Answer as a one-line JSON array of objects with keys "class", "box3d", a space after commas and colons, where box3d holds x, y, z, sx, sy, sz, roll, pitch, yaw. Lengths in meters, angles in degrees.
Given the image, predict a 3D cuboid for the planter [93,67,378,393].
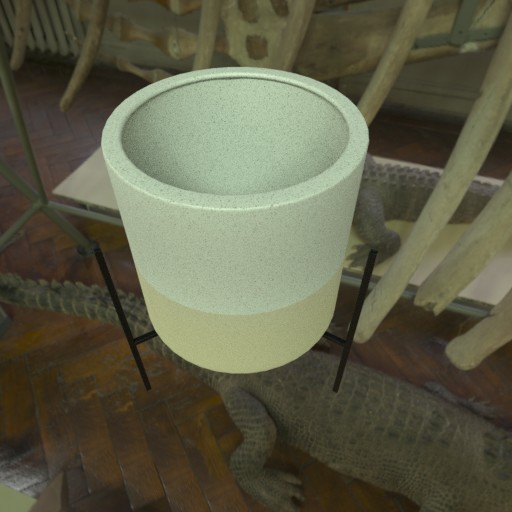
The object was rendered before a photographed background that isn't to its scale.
[{"class": "planter", "box3d": [0.000, 0.000, 0.532, 0.267, 0.362, 0.263, 14, 48, 13]}]
